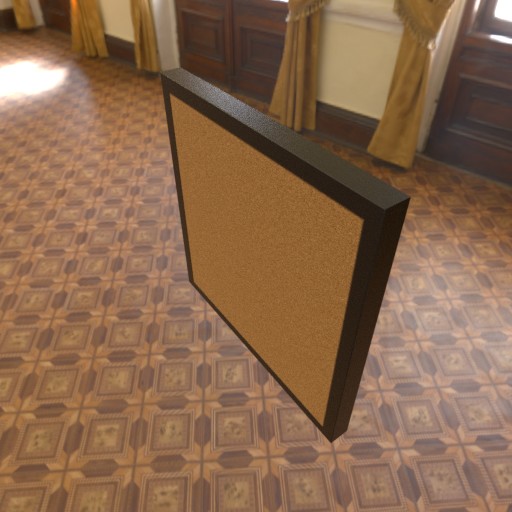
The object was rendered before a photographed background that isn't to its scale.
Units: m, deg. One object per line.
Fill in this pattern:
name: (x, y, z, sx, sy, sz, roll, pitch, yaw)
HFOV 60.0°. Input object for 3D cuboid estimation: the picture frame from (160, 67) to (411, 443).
picture frame: (0.000, 0.000, 0.548, 0.029, 0.353, 0.355, -26, 47, -26)
